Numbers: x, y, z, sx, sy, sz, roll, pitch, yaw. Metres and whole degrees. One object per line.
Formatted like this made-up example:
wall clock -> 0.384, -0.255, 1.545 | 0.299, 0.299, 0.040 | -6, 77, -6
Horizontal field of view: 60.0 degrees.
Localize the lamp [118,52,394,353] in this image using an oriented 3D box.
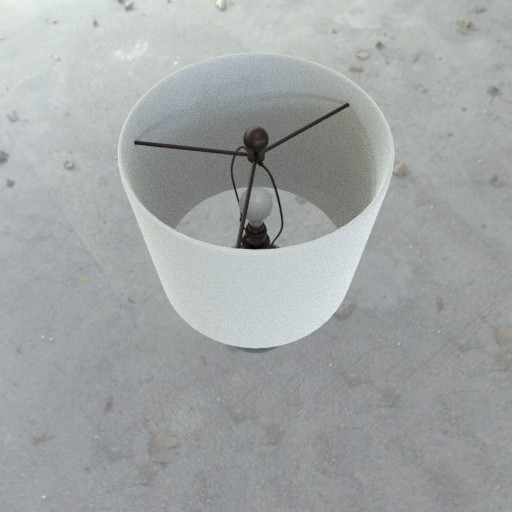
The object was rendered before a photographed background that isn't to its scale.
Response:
lamp -> 0.000, 0.000, 0.762 | 0.329, 0.570, 0.329 | -33, 64, -18
